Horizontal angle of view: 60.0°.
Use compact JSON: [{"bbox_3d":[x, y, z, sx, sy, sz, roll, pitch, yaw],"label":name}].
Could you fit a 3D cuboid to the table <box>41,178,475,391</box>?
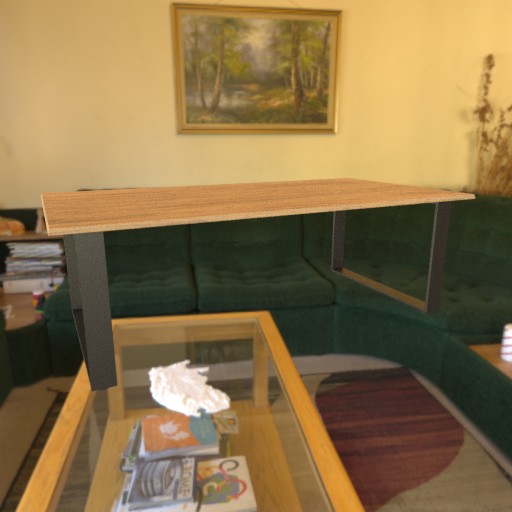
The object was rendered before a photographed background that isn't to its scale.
[{"bbox_3d":[0.000,0.000,1.585,1.331,0.445,0.693,-7,17,-25],"label":"table"}]
